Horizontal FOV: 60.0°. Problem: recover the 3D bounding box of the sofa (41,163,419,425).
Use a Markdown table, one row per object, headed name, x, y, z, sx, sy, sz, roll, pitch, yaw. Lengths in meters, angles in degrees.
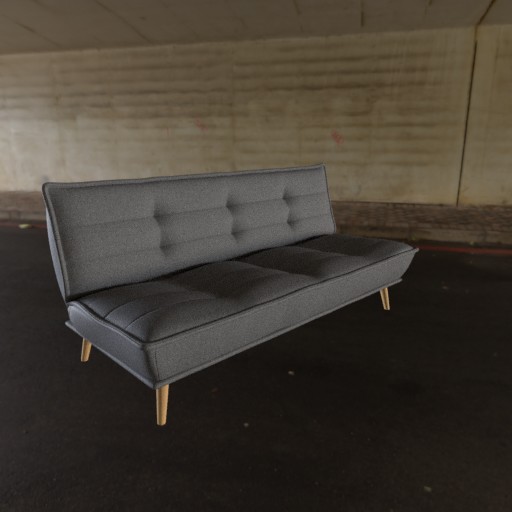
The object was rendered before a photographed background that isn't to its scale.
| name | x | y | z | sx | sy | sz | roll | pitch | yaw |
| --- | --- | --- | --- | --- | --- | --- | --- | --- | --- |
| sofa | 0.000 | 0.000 | 2.413 | 1.940 | 0.890 | 0.950 | -14 | 21 | -42 |
